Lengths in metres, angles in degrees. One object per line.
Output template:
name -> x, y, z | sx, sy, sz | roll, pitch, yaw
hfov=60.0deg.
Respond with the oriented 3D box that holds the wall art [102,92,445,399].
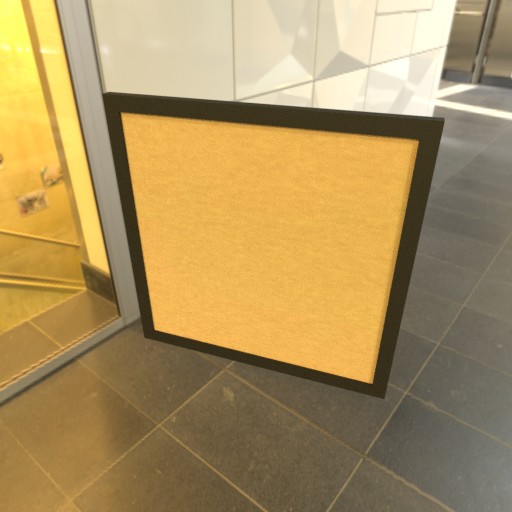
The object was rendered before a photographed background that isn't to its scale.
wall art -> 0.000, 0.000, 0.536 | 0.356, 0.356, 0.013 | 10, 33, 16
